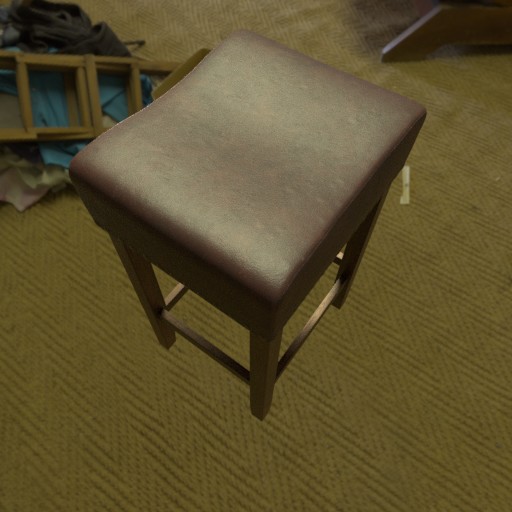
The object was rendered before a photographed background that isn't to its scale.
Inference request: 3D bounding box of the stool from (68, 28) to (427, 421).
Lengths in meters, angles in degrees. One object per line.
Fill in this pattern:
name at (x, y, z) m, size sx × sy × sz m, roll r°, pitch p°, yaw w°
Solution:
stool at (0.000, 0.000, 1.027) m, size 0.401 × 0.769 × 0.465 m, roll 32°, pitch 64°, yaw 18°
